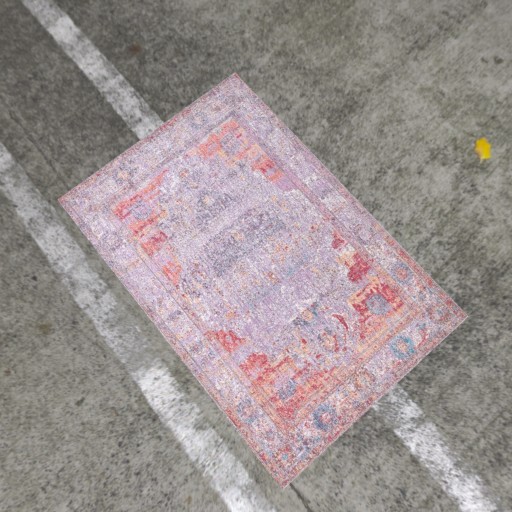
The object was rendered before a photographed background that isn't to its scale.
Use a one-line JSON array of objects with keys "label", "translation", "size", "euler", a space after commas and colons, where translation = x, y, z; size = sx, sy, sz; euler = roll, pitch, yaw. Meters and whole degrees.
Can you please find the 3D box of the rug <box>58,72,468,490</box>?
[{"label": "rug", "translation": [0.000, 0.000, 2.277], "size": [1.219, 0.005, 1.829], "euler": [-39, 79, -9]}]
